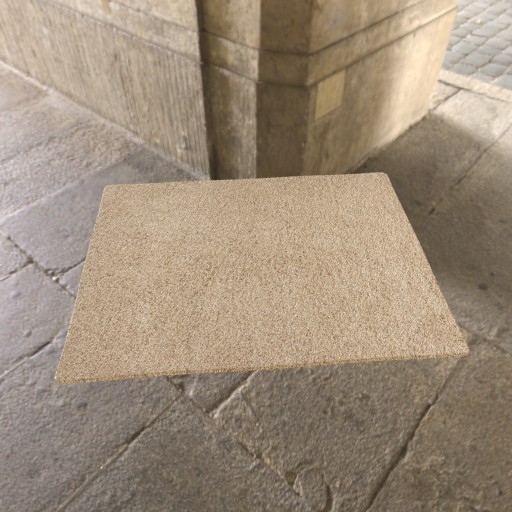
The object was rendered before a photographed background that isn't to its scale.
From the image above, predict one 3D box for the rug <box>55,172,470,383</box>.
[{"bbox_3d":[0.000,0.000,2.109,1.600,0.025,1.199,-3,46,-3],"label":"rug"}]
